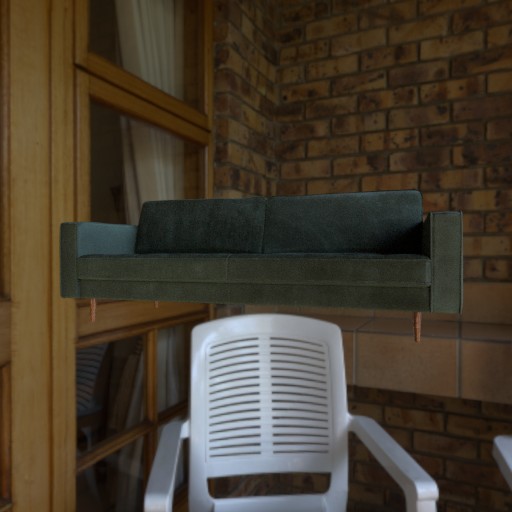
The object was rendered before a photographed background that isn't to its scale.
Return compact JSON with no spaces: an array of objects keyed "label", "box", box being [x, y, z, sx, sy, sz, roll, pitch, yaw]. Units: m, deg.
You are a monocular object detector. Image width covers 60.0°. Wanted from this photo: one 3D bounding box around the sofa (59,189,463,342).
[{"label":"sofa","box":[0.000,0.000,2.661,2.214,0.781,0.886,0,0,19]}]
